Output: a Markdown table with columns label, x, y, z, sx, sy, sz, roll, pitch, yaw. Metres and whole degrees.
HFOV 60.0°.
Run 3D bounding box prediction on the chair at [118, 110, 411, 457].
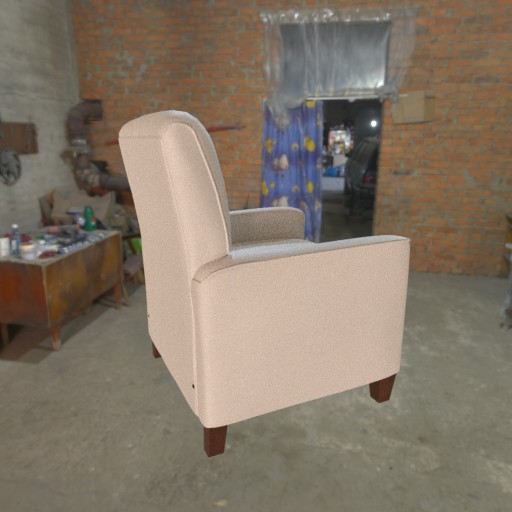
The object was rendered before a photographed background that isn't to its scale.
| label | x | y | z | sx | sy | sz | roll | pitch | yaw |
| --- | --- | --- | --- | --- | --- | --- | --- | --- | --- |
| chair | 0.000 | 0.000 | 1.695 | 0.858 | 1.028 | 0.841 | -7 | 16 | -25 |
